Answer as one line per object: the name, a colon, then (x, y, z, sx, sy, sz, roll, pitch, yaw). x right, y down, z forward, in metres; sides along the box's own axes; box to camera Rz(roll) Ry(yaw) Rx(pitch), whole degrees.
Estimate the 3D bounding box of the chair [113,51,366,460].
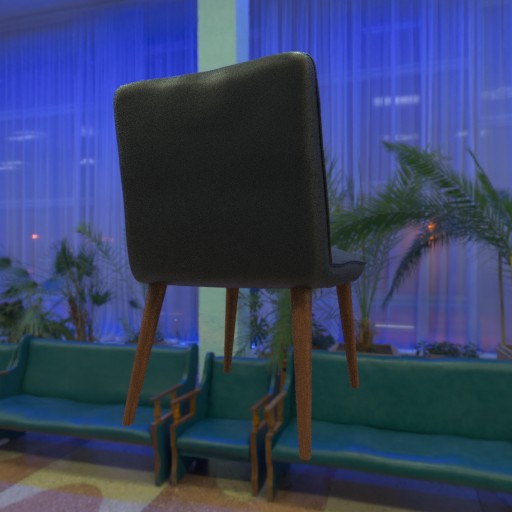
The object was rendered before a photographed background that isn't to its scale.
chair: (0.000, 0.000, 1.203, 0.543, 0.801, 0.645, 0, 0, 19)
